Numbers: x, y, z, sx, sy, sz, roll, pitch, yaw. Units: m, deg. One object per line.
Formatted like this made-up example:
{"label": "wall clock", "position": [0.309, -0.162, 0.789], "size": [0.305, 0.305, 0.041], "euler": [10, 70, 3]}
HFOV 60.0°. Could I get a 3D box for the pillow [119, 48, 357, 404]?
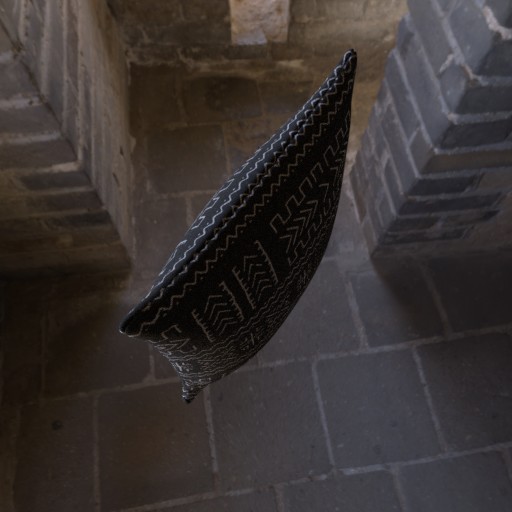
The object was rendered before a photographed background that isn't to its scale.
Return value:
{"label": "pillow", "position": [0.000, 0.000, 0.657], "size": [0.164, 0.430, 0.438], "euler": [31, 68, 14]}
